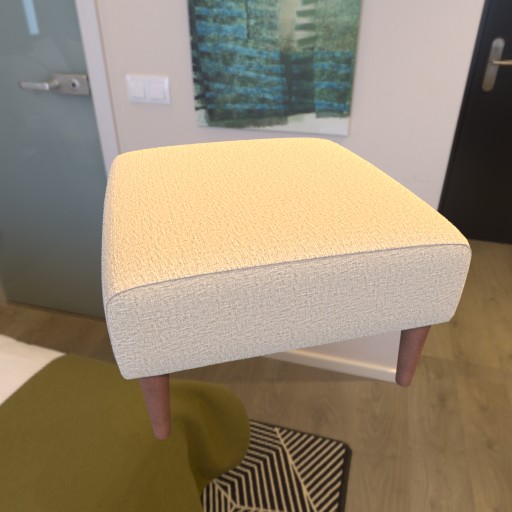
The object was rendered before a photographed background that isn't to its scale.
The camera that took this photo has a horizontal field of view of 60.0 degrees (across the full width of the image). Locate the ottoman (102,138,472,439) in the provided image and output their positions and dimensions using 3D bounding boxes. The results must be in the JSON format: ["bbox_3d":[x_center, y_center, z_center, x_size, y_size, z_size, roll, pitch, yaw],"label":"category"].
[{"bbox_3d":[0.000,0.000,1.039,0.649,0.398,0.650,-8,31,-13],"label":"ottoman"}]
